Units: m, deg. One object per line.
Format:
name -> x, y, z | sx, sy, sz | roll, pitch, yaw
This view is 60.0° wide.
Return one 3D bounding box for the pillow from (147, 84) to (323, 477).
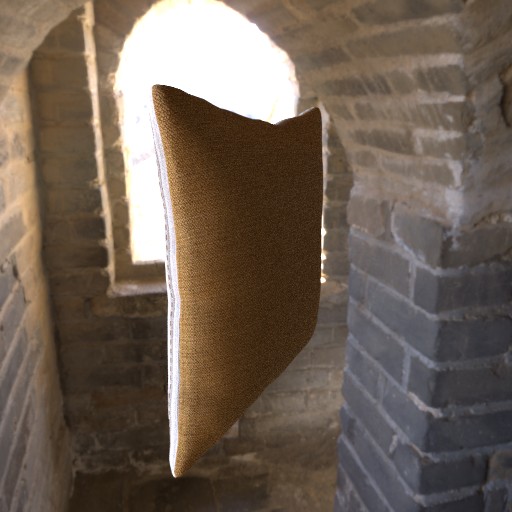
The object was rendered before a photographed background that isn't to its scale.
pillow -> 0.000, 0.000, 0.646 | 0.147, 0.437, 0.432 | 8, 18, 26
